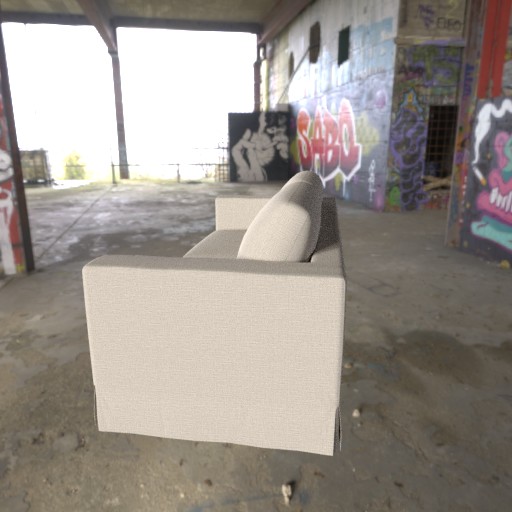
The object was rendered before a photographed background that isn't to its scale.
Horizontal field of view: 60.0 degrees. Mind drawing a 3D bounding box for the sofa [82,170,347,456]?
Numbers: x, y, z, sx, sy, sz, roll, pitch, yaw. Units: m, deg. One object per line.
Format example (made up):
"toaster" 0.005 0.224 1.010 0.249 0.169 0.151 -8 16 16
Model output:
"sofa" 0.000 0.000 2.571 0.954 0.881 2.163 2 15 9
